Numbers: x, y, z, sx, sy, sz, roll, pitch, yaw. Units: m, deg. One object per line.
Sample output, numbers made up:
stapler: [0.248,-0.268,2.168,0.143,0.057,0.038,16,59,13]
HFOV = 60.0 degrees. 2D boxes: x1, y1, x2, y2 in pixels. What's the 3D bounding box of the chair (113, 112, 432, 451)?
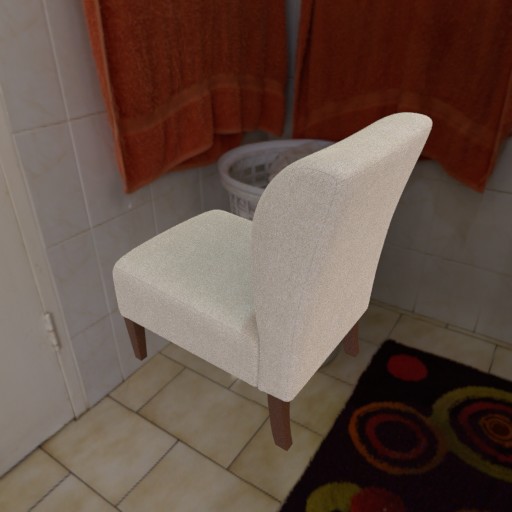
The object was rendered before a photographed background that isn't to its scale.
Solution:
chair: [0.000,0.000,1.326,0.754,0.833,0.521,20,35,30]
